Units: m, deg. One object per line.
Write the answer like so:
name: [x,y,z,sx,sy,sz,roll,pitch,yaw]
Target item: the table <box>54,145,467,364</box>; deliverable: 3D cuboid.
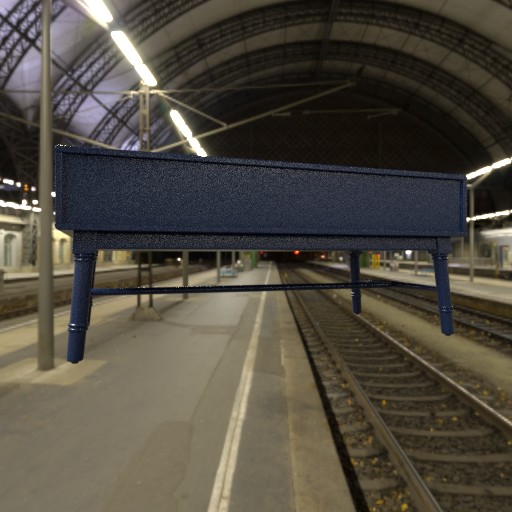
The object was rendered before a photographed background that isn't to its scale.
table: [0.000,0.000,1.348,1.067,0.457,0.572,0,0,-19]
